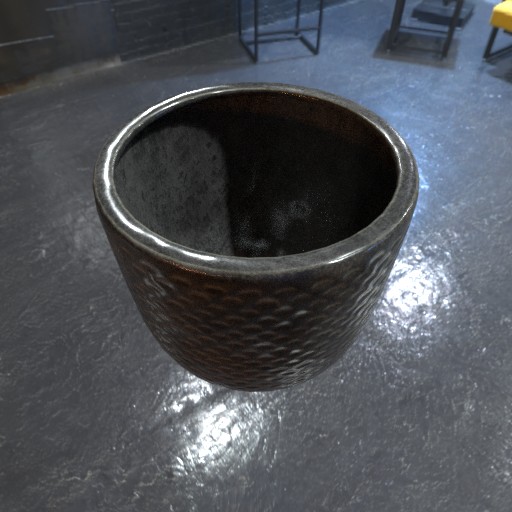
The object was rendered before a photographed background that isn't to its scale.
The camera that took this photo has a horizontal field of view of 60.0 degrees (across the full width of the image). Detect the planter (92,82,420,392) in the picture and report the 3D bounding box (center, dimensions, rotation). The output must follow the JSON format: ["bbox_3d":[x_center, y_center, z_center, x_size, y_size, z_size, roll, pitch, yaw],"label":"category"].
[{"bbox_3d":[0.000,0.000,0.238,0.140,0.129,0.140,0,47,0],"label":"planter"}]
